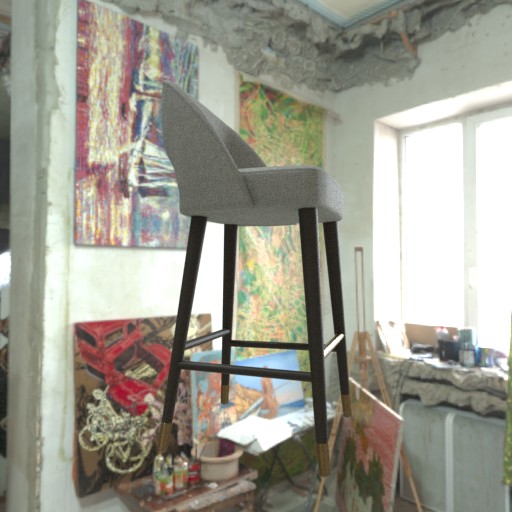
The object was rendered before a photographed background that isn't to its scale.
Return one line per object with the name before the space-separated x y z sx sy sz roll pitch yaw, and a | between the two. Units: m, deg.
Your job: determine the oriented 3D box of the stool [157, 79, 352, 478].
stool | 0.000 0.000 1.322 0.509 1.037 0.494 0 -1 19
